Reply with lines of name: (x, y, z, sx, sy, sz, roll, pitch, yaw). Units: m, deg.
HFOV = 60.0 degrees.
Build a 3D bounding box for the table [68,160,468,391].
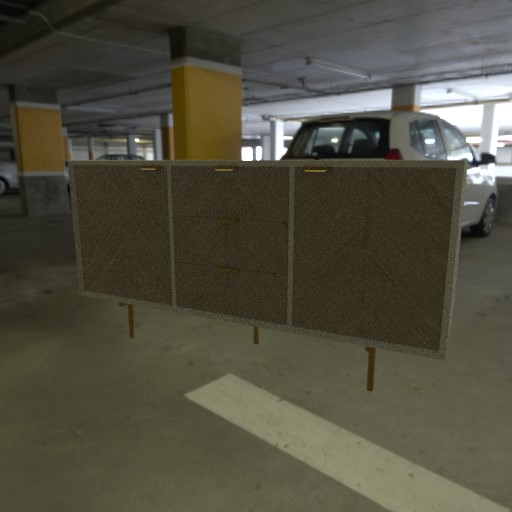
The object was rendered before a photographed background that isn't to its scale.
table: (0.000, 0.000, 1.821, 1.500, 0.769, 0.508, 6, 14, 25)
